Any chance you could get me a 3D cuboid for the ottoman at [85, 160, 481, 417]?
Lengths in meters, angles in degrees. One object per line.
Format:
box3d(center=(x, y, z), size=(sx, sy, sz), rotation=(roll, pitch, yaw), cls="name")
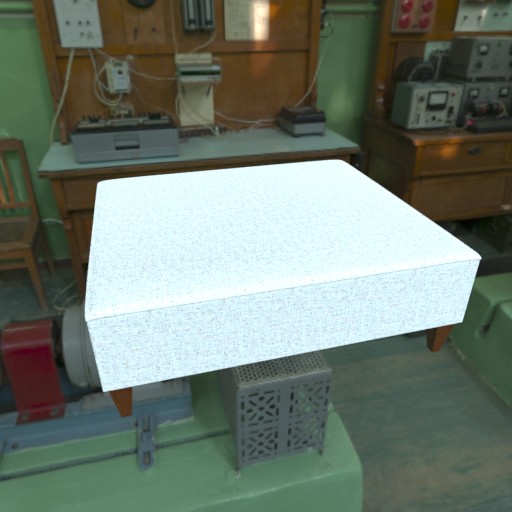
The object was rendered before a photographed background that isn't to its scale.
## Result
box3d(center=(0.000, 0.000, 1.252), size=(0.835, 0.303, 0.736), rotation=(-8, 30, -13), cls="ottoman")
